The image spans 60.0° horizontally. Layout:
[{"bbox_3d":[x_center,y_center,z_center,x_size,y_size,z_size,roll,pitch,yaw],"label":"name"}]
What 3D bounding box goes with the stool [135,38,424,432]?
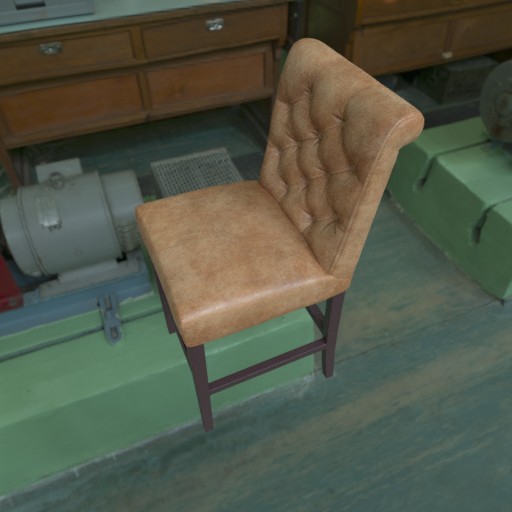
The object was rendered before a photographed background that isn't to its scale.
[{"bbox_3d":[0.000,0.000,1.340,0.601,1.047,0.493,-18,49,-16],"label":"stool"}]
